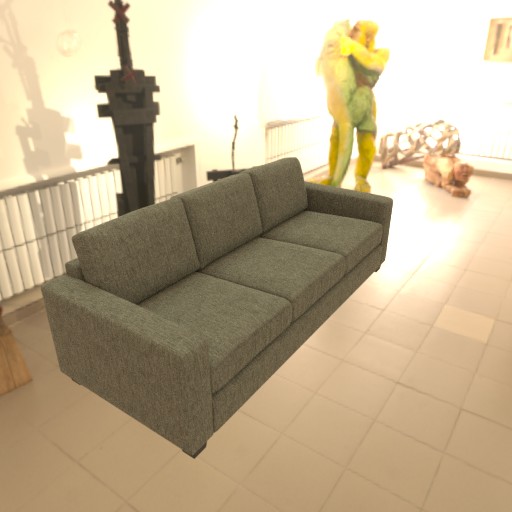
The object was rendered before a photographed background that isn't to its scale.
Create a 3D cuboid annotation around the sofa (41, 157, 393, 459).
[{"bbox_3d":[0.000,0.000,2.621,0.900,0.800,2.160,17,30,31],"label":"sofa"}]
